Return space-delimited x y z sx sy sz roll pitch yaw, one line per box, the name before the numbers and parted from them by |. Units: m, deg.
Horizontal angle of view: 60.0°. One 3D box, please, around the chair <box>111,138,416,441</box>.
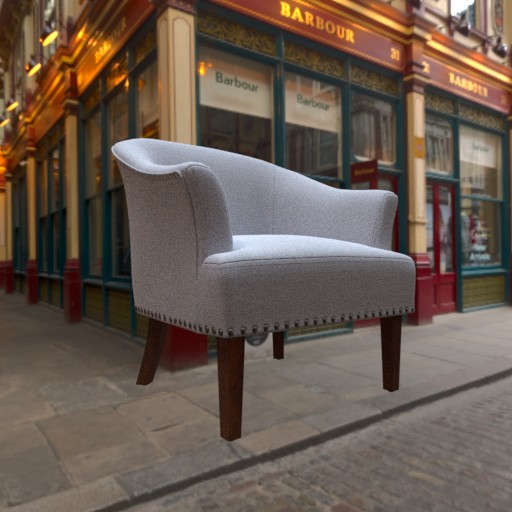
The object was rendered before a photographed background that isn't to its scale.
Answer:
chair | 0.000 0.000 1.400 0.798 0.815 0.704 0 0 -37
